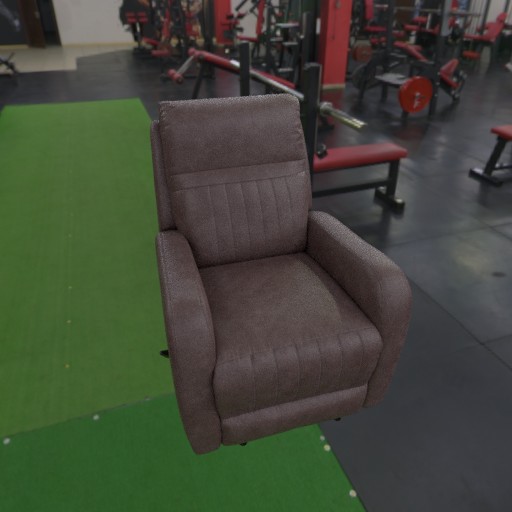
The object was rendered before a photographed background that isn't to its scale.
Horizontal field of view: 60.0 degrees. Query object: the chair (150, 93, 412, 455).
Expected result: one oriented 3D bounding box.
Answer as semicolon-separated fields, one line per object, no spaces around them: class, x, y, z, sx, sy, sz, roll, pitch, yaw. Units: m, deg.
chair;0.000;0.000;1.791;0.865;1.067;1.067;-9;33;-14
